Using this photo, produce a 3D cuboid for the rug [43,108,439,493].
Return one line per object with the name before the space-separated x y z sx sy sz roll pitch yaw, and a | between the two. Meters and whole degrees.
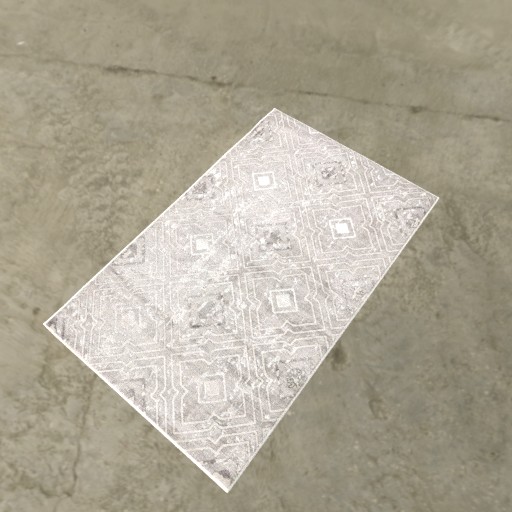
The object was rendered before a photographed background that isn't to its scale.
rug | 0.000 0.000 3.043 1.537 0.036 2.447 34 66 17
